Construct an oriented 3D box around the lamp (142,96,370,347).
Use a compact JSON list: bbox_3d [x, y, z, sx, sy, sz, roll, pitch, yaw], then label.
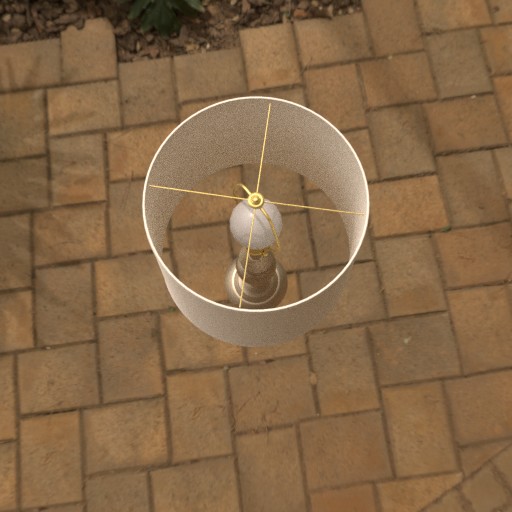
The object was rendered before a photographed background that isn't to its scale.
[{"bbox_3d":[0.000,0.000,0.812,0.328,0.619,0.328,0,78,0],"label":"lamp"}]
